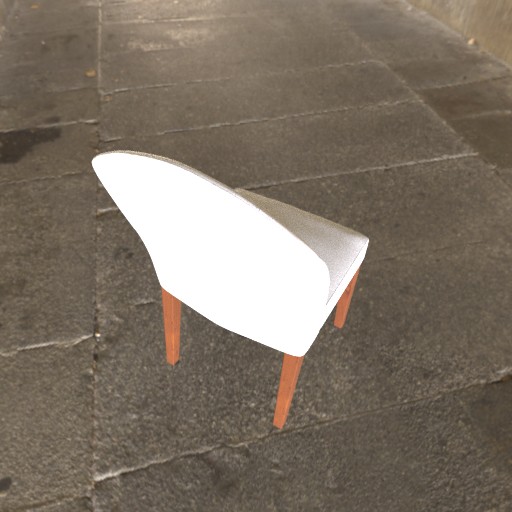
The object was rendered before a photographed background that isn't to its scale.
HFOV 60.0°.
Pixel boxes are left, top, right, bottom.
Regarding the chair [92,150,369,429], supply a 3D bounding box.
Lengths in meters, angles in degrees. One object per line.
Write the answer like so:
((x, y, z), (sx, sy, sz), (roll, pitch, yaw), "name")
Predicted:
((0.000, 0.000, 1.210), (0.472, 0.893, 0.540), (24, 50, 22), "chair")
